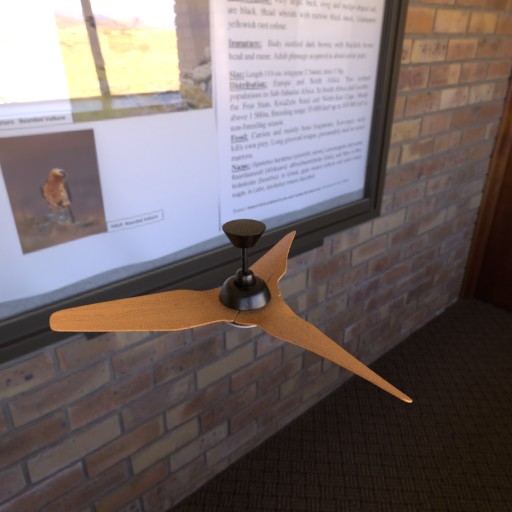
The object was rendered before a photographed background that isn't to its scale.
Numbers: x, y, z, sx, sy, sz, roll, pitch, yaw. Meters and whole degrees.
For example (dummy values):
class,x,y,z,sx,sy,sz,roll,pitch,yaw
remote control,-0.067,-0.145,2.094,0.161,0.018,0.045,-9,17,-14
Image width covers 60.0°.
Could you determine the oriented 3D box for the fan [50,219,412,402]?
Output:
class,x,y,z,sx,sy,sz,roll,pitch,yaw
fan,0.000,0.000,1.659,1.142,0.355,1.010,8,27,15
